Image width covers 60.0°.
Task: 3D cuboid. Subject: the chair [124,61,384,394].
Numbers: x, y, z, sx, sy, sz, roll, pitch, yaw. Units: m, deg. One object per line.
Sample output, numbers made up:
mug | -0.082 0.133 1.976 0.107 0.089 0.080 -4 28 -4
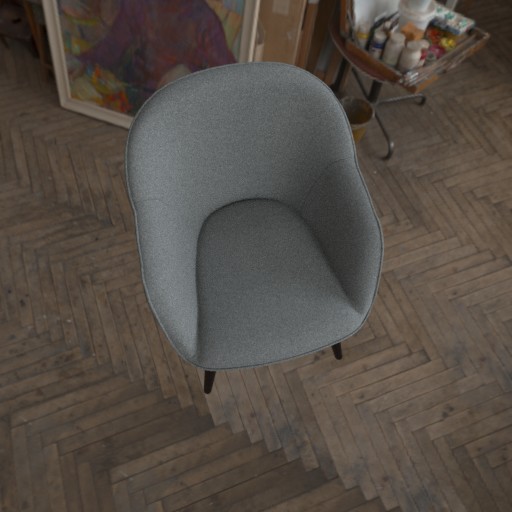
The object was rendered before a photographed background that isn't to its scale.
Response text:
chair | 0.000 0.000 1.252 0.589 0.810 0.611 -13 64 -6
